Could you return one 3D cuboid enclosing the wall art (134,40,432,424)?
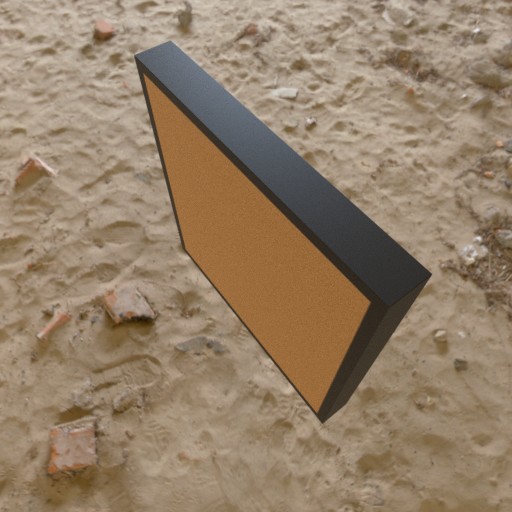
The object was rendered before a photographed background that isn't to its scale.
[{"bbox_3d":[0.000,0.000,0.453,0.038,0.304,0.304,-32,63,-19],"label":"wall art"}]
